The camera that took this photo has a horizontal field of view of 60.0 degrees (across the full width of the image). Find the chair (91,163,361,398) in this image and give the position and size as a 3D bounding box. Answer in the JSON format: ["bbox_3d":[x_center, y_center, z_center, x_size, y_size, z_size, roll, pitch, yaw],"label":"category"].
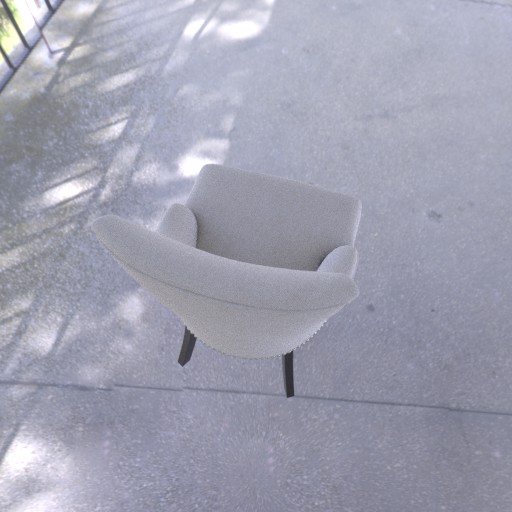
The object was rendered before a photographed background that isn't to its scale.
[{"bbox_3d":[0.000,0.000,1.298,0.566,0.909,0.629,14,64,7],"label":"chair"}]
